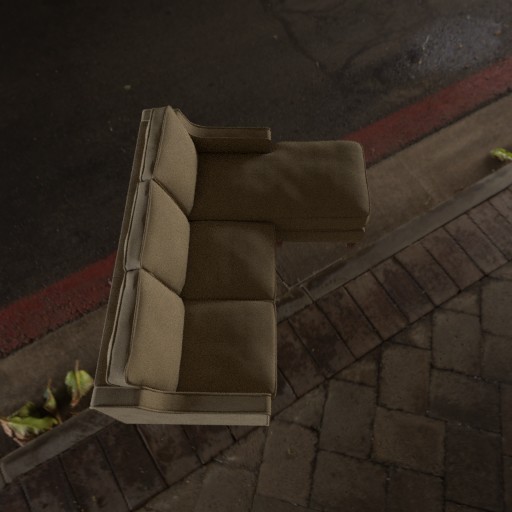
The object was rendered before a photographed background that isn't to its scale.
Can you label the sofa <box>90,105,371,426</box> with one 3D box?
[{"bbox_3d":[0.000,0.000,3.326,1.858,1.066,2.317,1,63,0],"label":"sofa"}]
